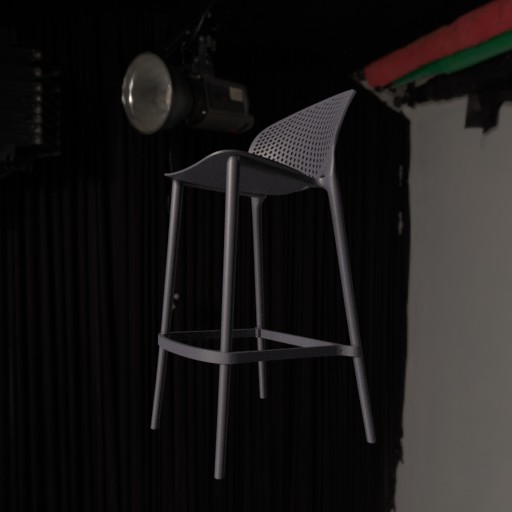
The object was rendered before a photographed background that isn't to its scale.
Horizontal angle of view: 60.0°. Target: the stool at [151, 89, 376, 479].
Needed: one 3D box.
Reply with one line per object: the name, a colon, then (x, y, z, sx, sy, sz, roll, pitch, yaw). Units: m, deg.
stool: (0.000, 0.000, 1.336, 0.535, 1.045, 0.536, 1, -2, -35)
